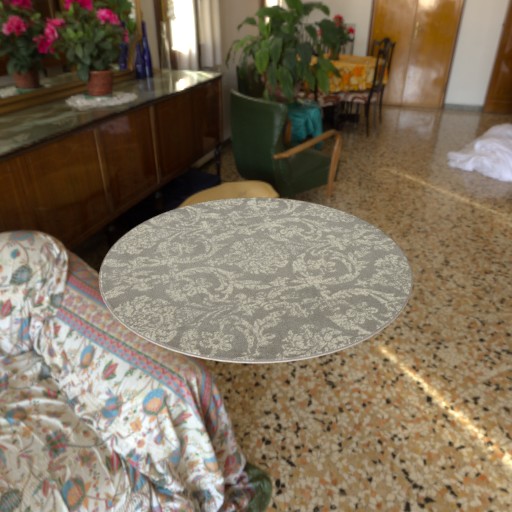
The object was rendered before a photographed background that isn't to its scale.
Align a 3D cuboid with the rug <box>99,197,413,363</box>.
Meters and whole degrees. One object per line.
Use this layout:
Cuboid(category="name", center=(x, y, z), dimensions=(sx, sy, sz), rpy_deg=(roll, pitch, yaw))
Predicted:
Cuboid(category="rug", center=(0.000, 0.000, 2.350), dimensions=(1.593, 0.012, 1.593), rpy_deg=(0, 30, 0))
